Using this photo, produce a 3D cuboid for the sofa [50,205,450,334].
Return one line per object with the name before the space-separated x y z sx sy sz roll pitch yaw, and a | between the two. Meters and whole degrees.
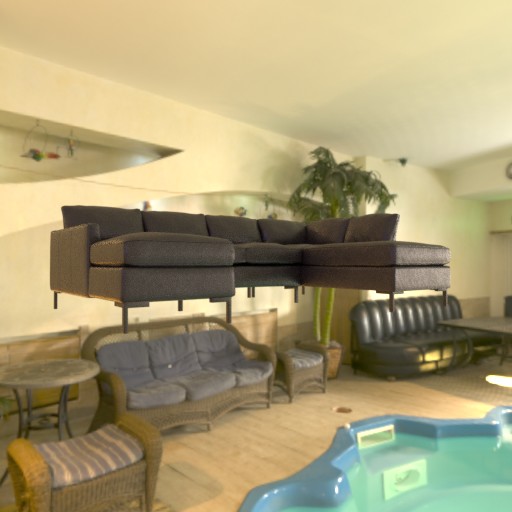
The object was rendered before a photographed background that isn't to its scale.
sofa | 0.000 0.000 3.864 2.956 0.900 1.939 1 -1 -37
